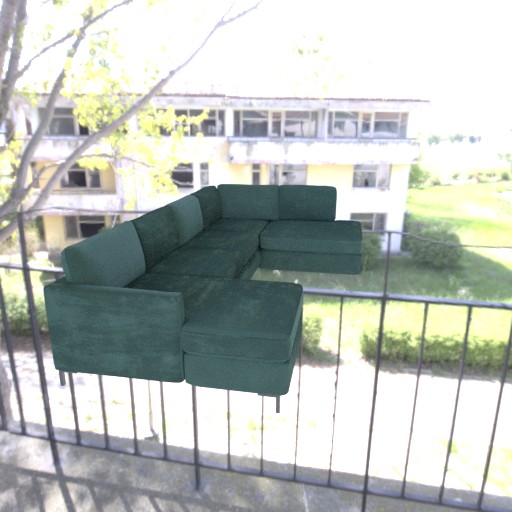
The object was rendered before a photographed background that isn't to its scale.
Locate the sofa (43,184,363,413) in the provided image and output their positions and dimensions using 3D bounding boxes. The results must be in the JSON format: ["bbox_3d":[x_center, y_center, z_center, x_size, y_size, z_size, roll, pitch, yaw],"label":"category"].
[{"bbox_3d":[0.000,0.000,4.242,2.055,0.992,3.434,3,16,11],"label":"sofa"}]
